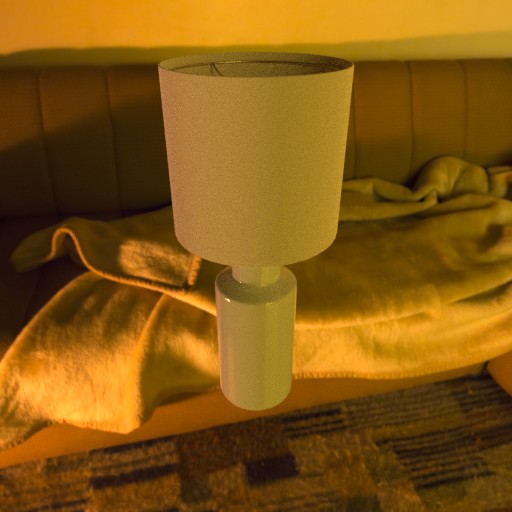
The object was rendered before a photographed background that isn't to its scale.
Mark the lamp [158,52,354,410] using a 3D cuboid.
[{"bbox_3d":[0.000,0.000,0.611,0.212,0.493,0.212,-19,35,-29],"label":"lamp"}]
